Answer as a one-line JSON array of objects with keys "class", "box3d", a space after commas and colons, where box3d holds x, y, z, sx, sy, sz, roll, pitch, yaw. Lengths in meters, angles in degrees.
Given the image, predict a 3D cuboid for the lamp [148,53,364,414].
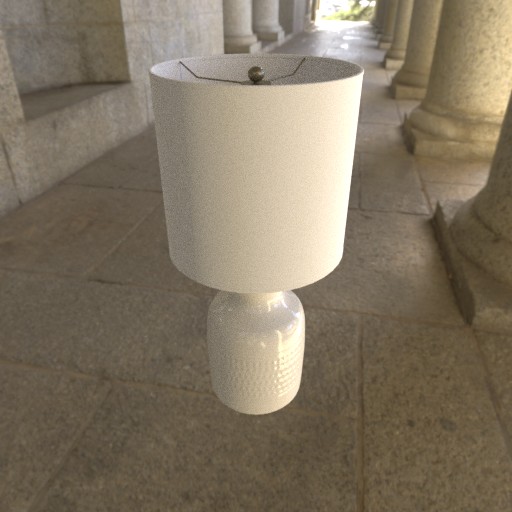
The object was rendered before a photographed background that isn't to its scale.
[{"class": "lamp", "box3d": [0.000, 0.000, 0.494, 0.188, 0.392, 0.188, -9, 32, -15]}]
